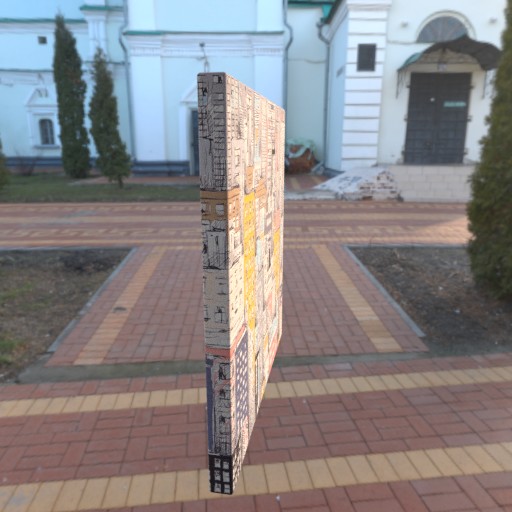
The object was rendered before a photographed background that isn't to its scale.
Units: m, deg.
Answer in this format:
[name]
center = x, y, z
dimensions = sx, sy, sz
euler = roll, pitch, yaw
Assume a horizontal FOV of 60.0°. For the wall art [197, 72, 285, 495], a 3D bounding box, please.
[wall art]
center = 0.000, 0.000, 1.125
dimensions = 0.048, 0.762, 0.761
euler = 3, 14, 10
